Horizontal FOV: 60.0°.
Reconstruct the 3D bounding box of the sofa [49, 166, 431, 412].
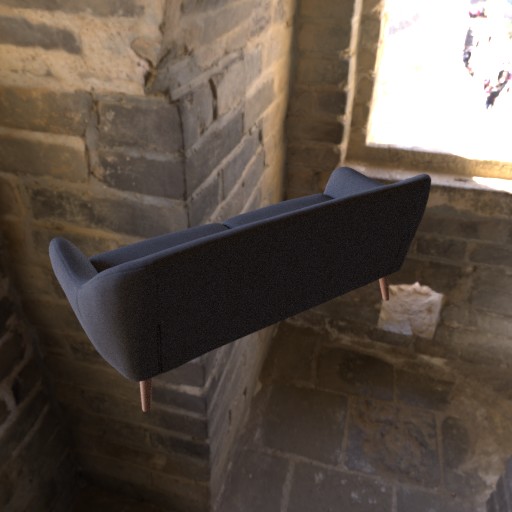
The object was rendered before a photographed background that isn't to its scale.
[{"bbox_3d":[0.000,0.000,2.282,1.840,0.820,0.820,-18,36,-28],"label":"sofa"}]
